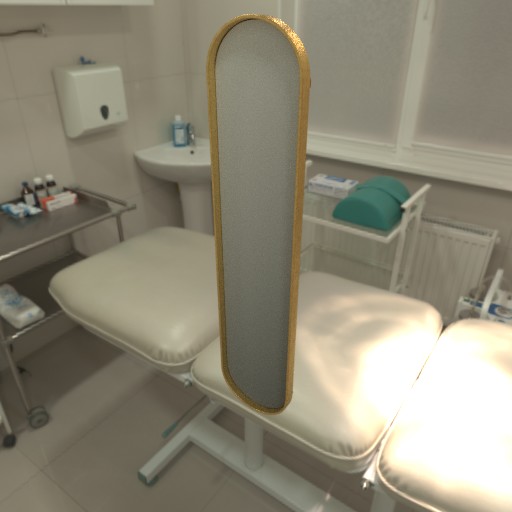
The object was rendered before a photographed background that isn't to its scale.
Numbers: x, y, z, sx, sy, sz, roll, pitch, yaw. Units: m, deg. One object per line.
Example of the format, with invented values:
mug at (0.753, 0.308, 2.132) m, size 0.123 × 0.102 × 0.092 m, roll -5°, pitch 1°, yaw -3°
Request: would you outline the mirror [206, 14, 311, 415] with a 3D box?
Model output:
mirror at (0.000, 0.000, 1.034) m, size 0.222 × 0.991 × 0.032 m, roll 19°, pitch 34°, yaw 30°
